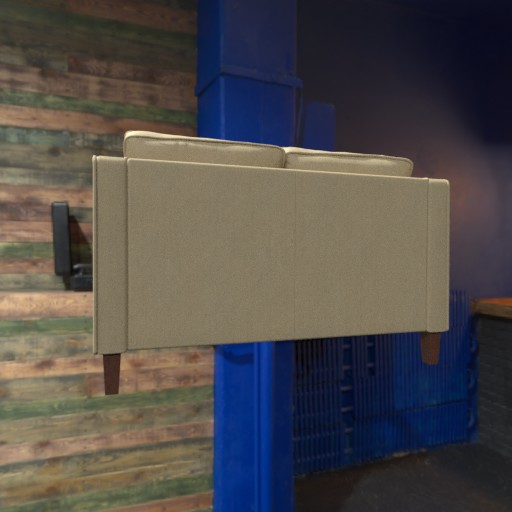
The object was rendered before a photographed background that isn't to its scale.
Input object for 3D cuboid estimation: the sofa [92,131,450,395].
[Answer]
[{"bbox_3d":[0.000,0.000,2.200,1.501,0.971,0.987,0,0,-19],"label":"sofa"}]
